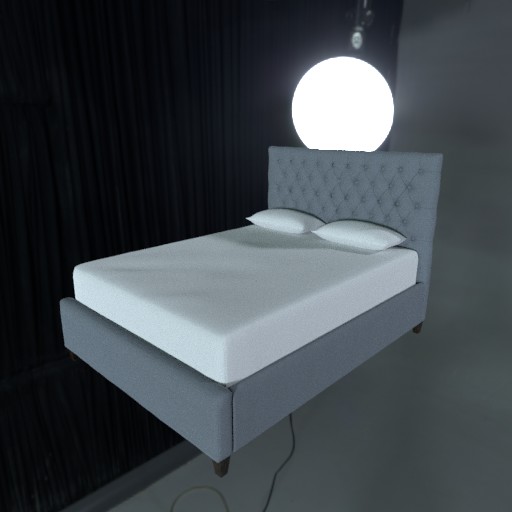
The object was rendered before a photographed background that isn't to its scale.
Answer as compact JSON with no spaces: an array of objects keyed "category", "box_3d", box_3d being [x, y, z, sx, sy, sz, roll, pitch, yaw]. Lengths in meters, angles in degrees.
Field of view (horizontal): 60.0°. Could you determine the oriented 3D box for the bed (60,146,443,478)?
[{"category":"bed","box_3d":[0.000,0.000,3.210,1.698,1.427,2.231,15,22,42]}]
